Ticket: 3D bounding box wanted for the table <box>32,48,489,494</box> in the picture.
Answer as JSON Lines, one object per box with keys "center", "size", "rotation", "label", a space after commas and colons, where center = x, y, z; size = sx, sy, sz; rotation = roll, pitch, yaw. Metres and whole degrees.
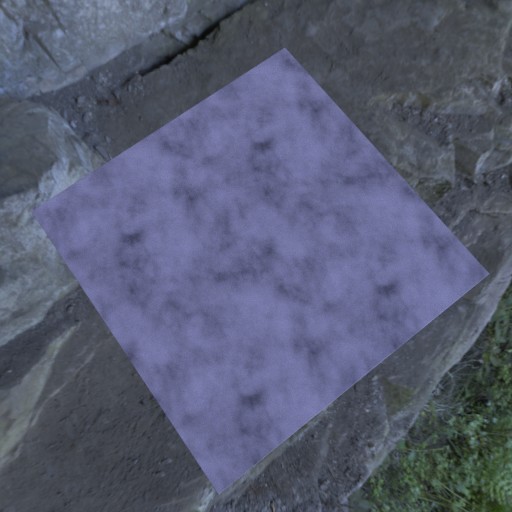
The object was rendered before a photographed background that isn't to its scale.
{"center": [0.000, 0.000, 1.353], "size": [0.890, 0.305, 0.890], "rotation": [-36, 78, -9], "label": "table"}
